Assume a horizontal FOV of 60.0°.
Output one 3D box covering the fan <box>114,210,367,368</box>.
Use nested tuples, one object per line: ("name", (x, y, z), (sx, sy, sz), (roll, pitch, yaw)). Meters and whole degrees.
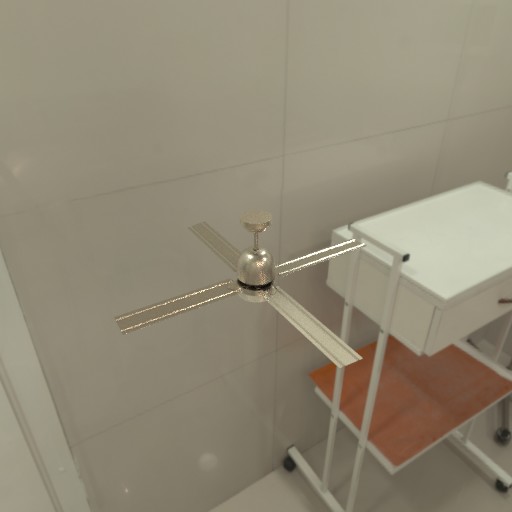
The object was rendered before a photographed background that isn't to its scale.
("fan", (0.000, 0.000, 2.074), (1.346, 0.406, 1.346), (-19, 36, -28))
